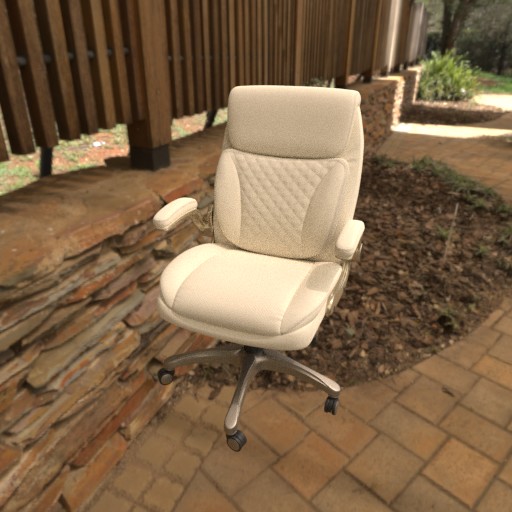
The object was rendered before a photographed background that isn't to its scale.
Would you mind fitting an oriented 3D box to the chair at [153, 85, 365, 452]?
[{"bbox_3d":[0.000,0.000,1.621,0.740,1.110,0.794,8,27,16],"label":"chair"}]
